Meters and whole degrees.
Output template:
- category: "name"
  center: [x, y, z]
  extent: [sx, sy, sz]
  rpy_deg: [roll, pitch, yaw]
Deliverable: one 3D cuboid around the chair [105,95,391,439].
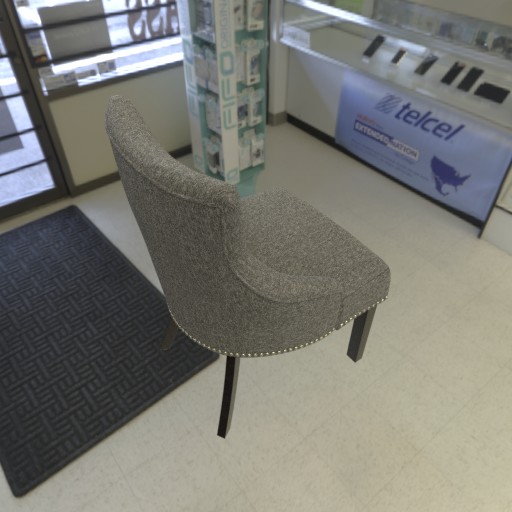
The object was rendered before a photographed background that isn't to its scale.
- category: "chair"
  center: [0.000, 0.000, 1.295]
  extent: [0.629, 0.909, 0.566]
  rpy_deg: [-26, 48, -25]
